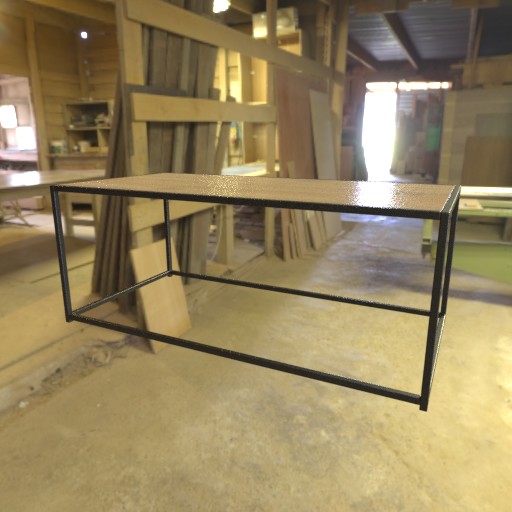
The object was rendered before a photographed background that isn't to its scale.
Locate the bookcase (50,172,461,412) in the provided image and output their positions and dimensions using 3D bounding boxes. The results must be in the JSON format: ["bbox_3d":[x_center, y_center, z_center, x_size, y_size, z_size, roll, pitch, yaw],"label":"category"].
[{"bbox_3d":[0.000,0.000,1.254,1.000,0.400,0.500,7,17,25],"label":"bookcase"}]
